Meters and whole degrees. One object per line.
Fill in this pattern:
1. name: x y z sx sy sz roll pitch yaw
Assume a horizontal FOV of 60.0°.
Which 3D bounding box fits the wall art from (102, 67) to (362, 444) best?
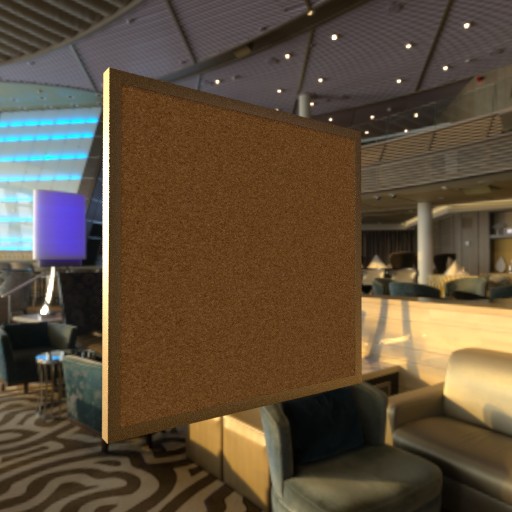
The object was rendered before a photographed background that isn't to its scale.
1. wall art: 0.000 0.000 1.140 0.767 0.765 0.036 0 -1 -36
